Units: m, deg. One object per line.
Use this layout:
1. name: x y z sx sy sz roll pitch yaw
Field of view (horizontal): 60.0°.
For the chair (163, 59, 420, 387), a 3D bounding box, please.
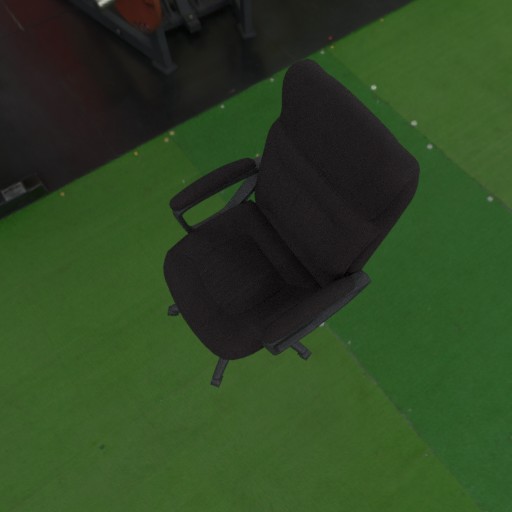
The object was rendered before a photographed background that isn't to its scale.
1. chair: 0.000 0.000 1.574 0.724 1.105 0.667 -31 68 -14
